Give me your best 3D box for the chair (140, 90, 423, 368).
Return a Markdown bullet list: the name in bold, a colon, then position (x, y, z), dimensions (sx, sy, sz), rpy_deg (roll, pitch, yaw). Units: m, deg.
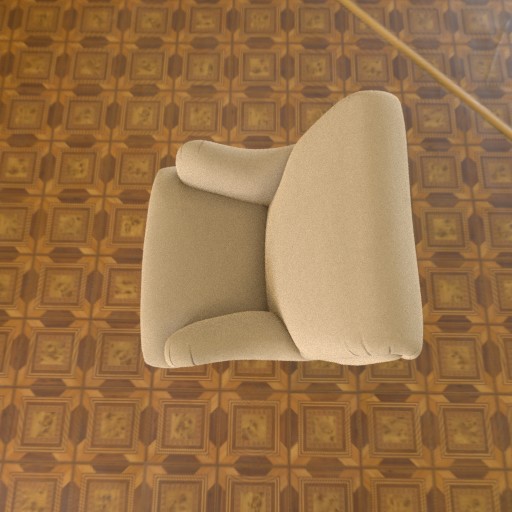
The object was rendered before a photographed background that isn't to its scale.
- **chair**: position (0.000, 0.000, 1.560), dimensions (0.842, 0.942, 0.766), rpy_deg (0, 75, 0)
